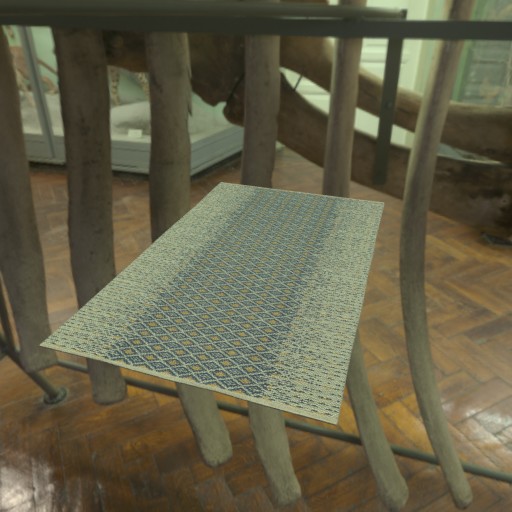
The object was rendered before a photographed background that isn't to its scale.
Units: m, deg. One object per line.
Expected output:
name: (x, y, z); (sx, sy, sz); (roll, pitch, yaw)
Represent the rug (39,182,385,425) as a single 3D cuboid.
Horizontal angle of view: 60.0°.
rug: (0.000, 0.000, 3.072); (1.541, 0.008, 2.448); (10, 32, 16)
